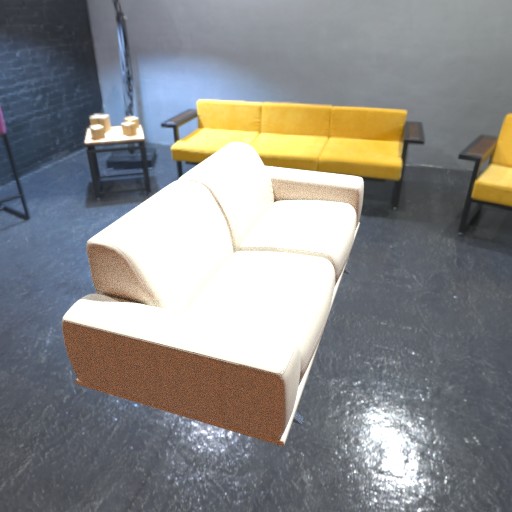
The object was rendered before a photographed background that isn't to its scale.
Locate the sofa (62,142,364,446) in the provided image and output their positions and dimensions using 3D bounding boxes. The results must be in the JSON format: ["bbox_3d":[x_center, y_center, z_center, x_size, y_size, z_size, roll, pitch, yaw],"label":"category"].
[{"bbox_3d":[0.000,0.000,2.334,0.900,0.772,1.901,10,31,17],"label":"sofa"}]
